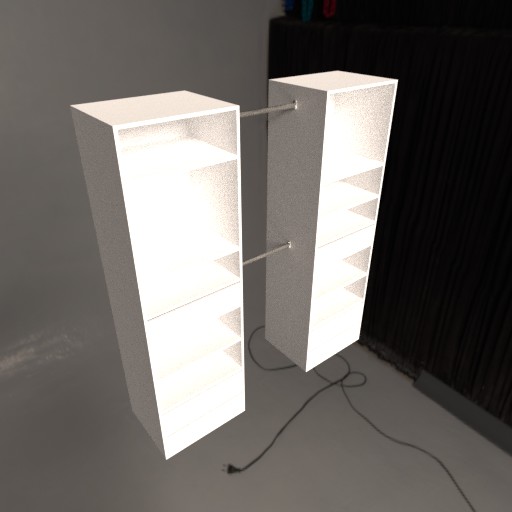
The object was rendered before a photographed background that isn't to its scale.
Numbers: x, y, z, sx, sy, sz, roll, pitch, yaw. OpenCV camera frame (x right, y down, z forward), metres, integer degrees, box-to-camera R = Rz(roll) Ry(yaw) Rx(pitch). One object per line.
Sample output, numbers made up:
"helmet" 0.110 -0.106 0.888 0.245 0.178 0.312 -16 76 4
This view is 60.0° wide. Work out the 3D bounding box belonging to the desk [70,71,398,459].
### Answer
"desk" 0.000 0.000 2.823 1.770 2.000 0.480 -22 37 -32
